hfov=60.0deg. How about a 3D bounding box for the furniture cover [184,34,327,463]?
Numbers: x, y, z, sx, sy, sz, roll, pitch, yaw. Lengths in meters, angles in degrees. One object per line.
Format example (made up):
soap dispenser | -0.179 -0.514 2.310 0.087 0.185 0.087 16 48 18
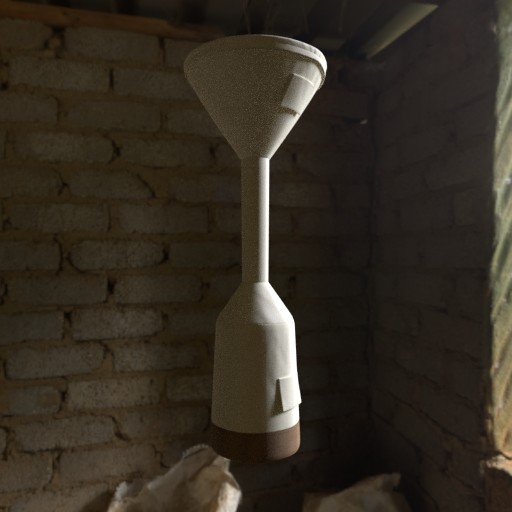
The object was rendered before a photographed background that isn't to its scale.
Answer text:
furniture cover | 0.000 0.000 2.855 0.914 2.413 0.914 0 0 36
